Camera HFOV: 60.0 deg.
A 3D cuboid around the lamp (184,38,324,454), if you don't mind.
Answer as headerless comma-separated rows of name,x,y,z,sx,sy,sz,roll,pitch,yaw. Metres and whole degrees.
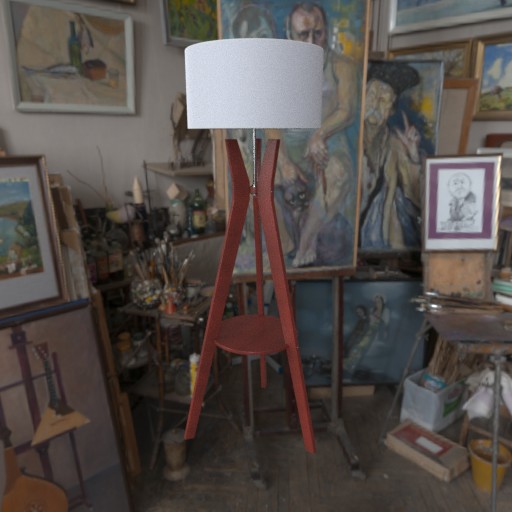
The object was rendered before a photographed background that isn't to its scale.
lamp,0.000,0.000,1.753,0.539,1.472,0.542,3,16,9
